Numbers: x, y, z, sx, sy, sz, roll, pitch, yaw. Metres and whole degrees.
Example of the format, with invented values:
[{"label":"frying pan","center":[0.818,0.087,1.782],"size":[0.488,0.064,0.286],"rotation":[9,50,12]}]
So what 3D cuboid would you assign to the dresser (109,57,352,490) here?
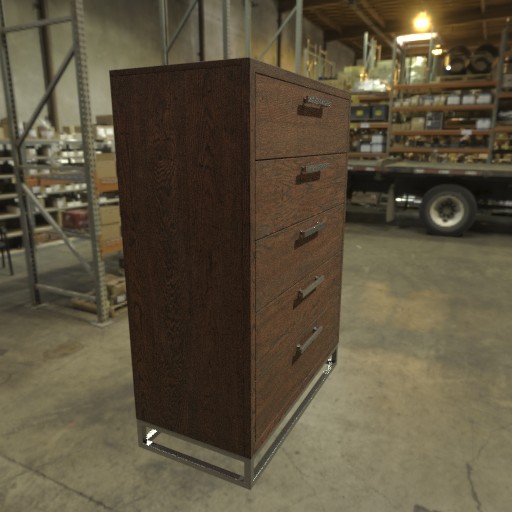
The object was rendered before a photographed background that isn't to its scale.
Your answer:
[{"label":"dresser","center":[0.000,0.000,1.807],"size":[0.508,1.321,0.965],"rotation":[7,16,26]}]
